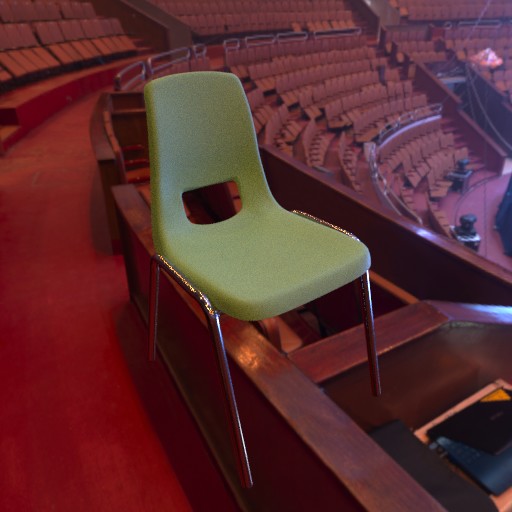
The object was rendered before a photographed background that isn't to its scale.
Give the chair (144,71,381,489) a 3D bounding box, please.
[{"bbox_3d":[0.000,0.000,0.891,0.381,0.653,0.436,-20,34,-32],"label":"chair"}]
